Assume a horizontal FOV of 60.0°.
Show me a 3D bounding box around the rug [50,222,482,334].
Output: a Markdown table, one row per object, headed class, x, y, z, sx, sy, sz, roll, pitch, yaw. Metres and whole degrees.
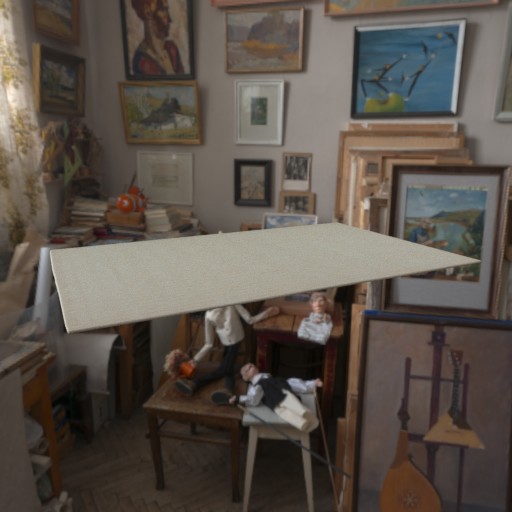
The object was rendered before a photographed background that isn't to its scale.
| class | x | y | z | sx | sy | sz | roll | pitch | yaw |
| --- | --- | --- | --- | --- | --- | --- | --- | --- | --- |
| rug | 0.000 | 0.000 | 2.930 | 2.441 | 0.014 | 1.531 | -7 | 16 | -25 |
